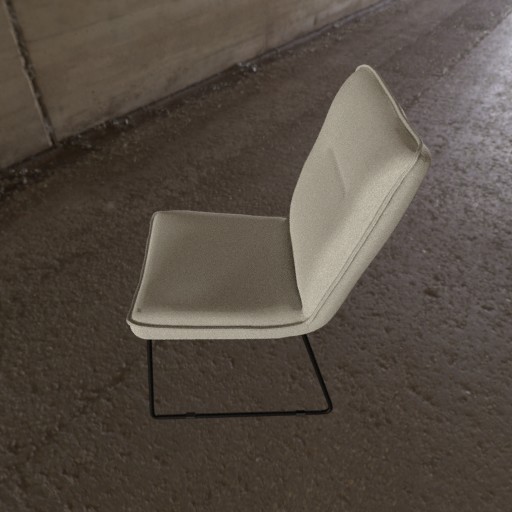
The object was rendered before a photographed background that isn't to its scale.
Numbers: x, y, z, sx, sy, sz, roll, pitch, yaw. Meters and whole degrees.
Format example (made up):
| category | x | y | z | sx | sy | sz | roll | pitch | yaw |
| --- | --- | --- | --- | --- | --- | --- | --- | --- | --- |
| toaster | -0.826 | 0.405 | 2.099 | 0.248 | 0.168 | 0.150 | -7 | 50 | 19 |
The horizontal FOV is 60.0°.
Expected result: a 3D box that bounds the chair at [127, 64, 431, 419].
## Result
| category | x | y | z | sx | sy | sz | roll | pitch | yaw |
| --- | --- | --- | --- | --- | --- | --- | --- | --- | --- |
| chair | 0.000 | 0.000 | 1.301 | 0.688 | 0.930 | 0.515 | -1 | 41 | -1 |
